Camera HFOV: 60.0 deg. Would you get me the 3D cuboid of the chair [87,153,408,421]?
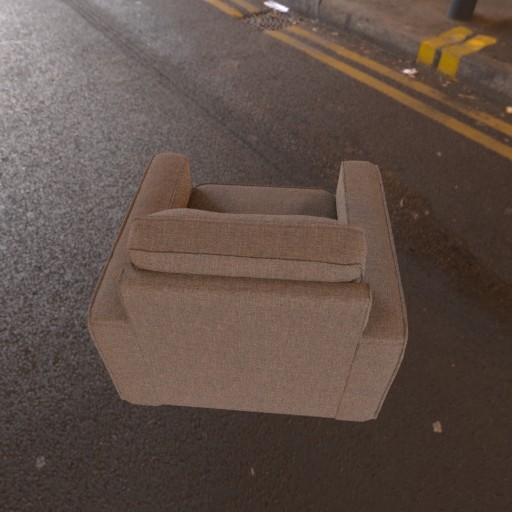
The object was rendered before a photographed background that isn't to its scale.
[{"bbox_3d":[0.000,0.000,1.744,1.016,0.914,0.940,3,47,3],"label":"chair"}]
